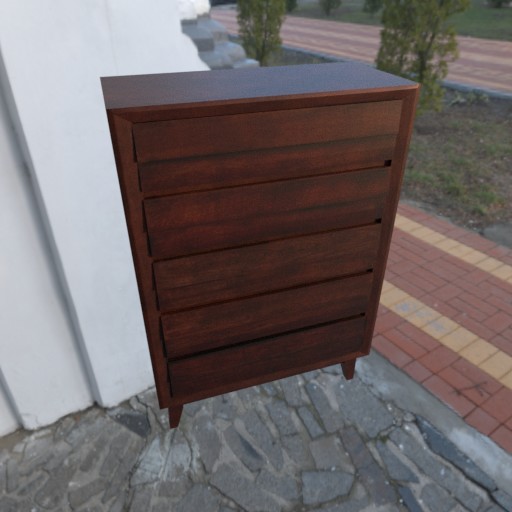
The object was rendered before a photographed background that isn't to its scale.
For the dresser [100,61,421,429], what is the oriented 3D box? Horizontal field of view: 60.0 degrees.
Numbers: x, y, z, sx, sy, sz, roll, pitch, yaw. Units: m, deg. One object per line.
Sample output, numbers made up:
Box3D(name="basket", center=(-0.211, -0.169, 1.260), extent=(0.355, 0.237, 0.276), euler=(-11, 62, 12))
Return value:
Box3D(name="dresser", center=(0.000, 0.000, 2.020), extent=(1.072, 1.514, 0.506), euler=(-10, 34, -15))
